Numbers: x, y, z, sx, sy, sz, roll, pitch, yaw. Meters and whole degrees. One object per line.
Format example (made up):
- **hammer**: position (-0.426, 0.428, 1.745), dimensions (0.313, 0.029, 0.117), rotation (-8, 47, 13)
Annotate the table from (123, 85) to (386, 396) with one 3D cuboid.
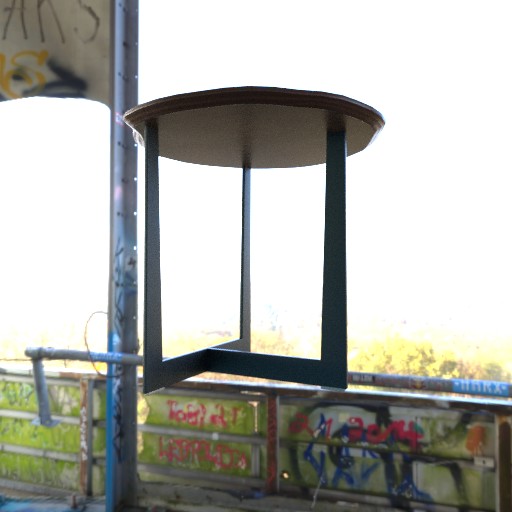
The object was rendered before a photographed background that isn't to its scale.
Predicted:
- **table**: position (0.000, 0.000, 0.868), dimensions (0.494, 0.476, 0.477), rotation (0, -2, 17)
